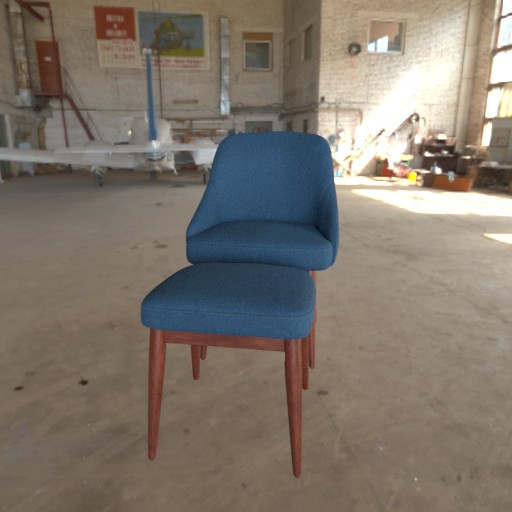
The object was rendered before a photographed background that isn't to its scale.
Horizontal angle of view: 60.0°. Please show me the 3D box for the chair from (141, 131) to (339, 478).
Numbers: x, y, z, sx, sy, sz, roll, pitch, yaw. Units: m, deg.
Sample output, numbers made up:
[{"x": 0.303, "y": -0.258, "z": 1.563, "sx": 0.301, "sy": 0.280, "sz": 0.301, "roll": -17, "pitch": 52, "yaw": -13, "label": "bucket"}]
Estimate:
[{"x": 0.000, "y": 0.000, "z": 1.578, "sx": 0.584, "sy": 0.866, "sz": 1.114, "roll": 2, "pitch": 15, "yaw": 9, "label": "chair"}]
